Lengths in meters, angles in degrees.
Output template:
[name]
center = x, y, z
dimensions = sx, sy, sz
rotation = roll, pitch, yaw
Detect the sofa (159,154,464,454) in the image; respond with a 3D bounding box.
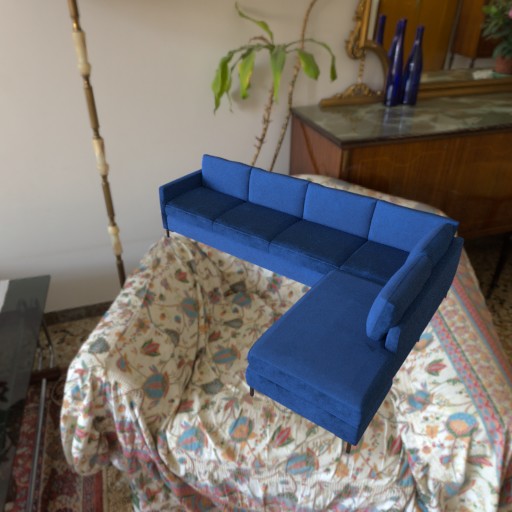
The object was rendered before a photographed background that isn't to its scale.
[sofa]
center = 0.000, 0.000, 3.260
dimensions = 2.486, 0.687, 1.707
rotation = 21, 38, 30
